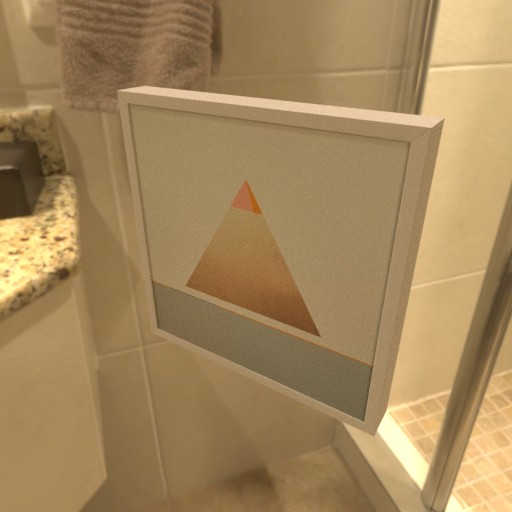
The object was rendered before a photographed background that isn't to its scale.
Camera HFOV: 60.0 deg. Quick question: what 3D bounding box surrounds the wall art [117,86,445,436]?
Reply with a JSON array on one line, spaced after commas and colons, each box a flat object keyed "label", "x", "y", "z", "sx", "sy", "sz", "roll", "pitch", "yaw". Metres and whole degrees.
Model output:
[{"label": "wall art", "x": 0.000, "y": 0.000, "z": 0.457, "sx": 0.305, "sy": 0.304, "sz": 0.038, "roll": 17, "pitch": 33, "yaw": 28}]
